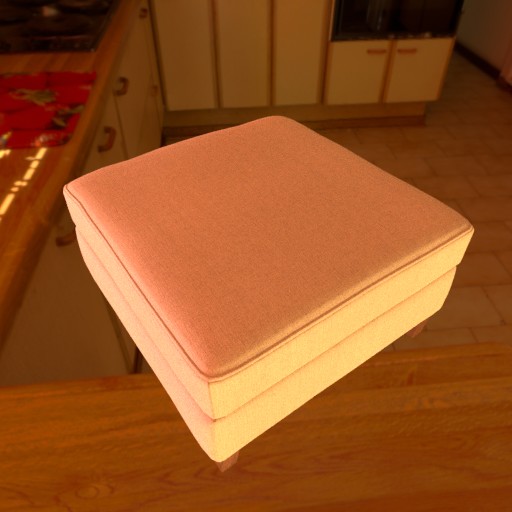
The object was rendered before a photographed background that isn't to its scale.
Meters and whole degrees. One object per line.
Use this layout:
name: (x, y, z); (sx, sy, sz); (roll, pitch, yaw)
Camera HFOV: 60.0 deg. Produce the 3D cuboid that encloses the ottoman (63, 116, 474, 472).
ottoman: (0.000, 0.000, 1.337); (0.838, 0.503, 0.838); (-26, 48, -26)
